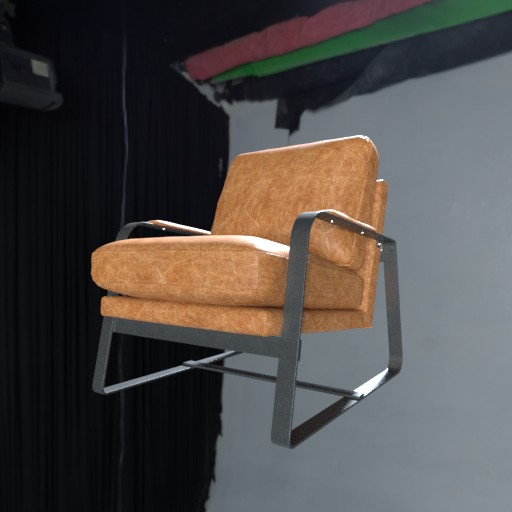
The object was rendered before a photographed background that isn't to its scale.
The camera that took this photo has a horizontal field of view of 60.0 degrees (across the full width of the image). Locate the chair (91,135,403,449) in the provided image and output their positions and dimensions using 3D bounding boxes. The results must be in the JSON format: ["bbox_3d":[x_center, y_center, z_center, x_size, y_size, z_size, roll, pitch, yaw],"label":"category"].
[{"bbox_3d":[0.000,0.000,1.351,0.651,0.777,0.801,0,0,35],"label":"chair"}]
